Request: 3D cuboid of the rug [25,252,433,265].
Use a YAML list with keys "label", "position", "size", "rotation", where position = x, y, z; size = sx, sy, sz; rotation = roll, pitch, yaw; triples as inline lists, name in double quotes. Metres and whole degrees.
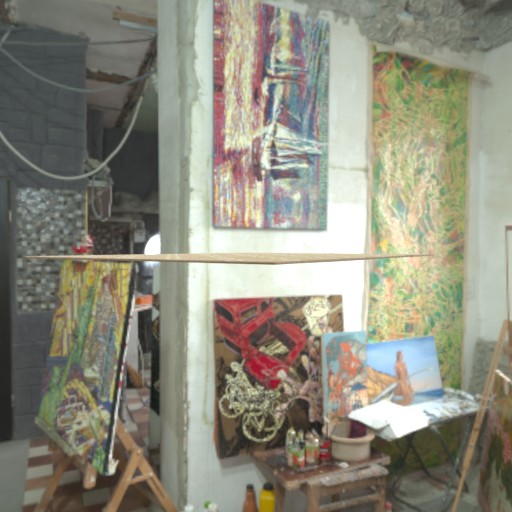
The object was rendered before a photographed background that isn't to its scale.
- label: "rug"
  position: [0.000, 0.000, 3.906]
  size: [2.288, 0.018, 2.895]
  rotation: [1, 1, 35]
